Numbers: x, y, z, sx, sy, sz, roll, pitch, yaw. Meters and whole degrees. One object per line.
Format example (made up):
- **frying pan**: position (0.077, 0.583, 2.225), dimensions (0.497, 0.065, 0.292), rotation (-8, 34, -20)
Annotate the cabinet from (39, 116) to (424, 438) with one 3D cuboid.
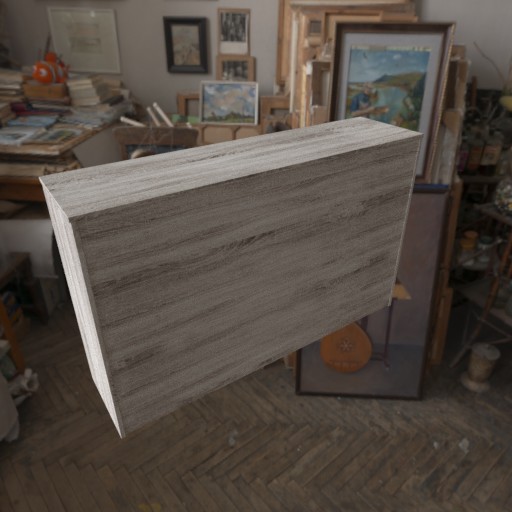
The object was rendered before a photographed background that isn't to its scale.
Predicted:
- **cabinet**: position (0.000, 0.000, 1.879), dimensions (1.450, 0.900, 0.380), rotation (-19, 35, -29)
